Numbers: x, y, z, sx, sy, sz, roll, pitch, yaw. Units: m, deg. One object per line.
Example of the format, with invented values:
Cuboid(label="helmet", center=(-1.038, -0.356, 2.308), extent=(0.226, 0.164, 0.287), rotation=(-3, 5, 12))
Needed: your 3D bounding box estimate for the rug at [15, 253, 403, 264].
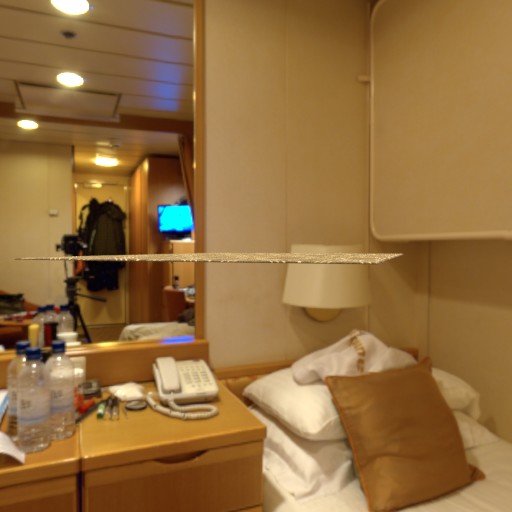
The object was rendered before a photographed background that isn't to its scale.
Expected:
Cuboid(label="rug", center=(0.000, 0.000, 4.090), extent=(2.457, 0.012, 3.062), rotation=(0, 1, 21))
